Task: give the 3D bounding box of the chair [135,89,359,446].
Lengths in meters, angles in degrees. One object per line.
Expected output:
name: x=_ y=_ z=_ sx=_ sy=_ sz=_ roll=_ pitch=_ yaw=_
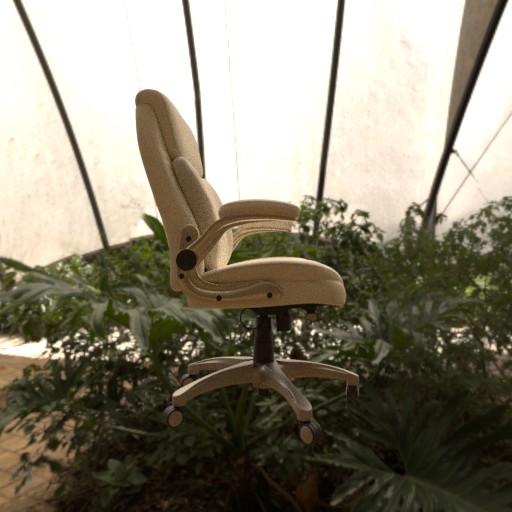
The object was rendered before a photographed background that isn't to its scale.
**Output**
chair: x=0.000 y=0.000 z=1.647 sx=0.794 sy=1.110 sz=0.740 roll=0 pitch=0 yaw=-1
